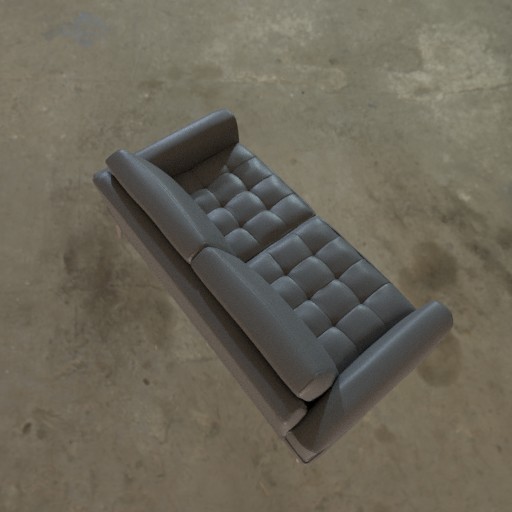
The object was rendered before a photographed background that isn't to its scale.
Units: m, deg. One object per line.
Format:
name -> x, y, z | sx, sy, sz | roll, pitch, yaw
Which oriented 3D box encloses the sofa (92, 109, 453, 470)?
sofa -> 0.000, 0.000, 2.741 | 1.121, 0.930, 2.177 | -34, 65, -19
